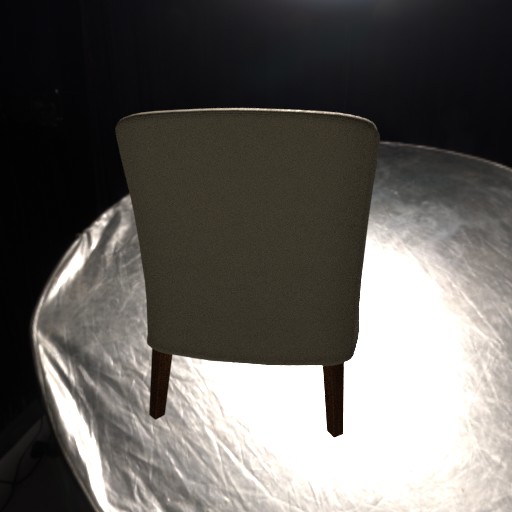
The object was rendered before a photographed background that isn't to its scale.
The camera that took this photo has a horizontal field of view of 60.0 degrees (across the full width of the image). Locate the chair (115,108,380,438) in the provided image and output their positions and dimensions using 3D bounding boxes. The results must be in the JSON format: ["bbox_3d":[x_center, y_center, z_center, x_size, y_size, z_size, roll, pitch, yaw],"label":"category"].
[{"bbox_3d":[0.000,0.000,1.313,0.643,0.822,0.657,3,18,8],"label":"chair"}]
